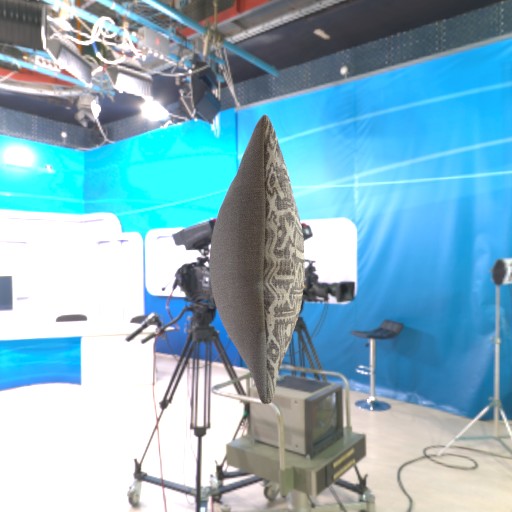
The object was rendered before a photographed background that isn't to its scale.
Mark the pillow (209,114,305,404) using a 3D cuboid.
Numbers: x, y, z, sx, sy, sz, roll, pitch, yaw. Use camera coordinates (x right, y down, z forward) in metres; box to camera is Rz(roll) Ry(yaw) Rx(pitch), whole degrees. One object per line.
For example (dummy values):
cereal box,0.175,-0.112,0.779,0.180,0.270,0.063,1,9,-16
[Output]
pillow,0.000,0.000,0.744,0.148,0.290,0.631,0,0,-2
